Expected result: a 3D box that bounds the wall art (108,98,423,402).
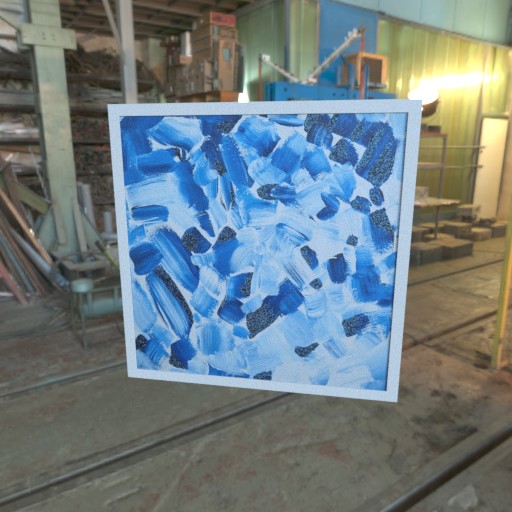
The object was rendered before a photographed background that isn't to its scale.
[{"bbox_3d":[0.000,0.000,1.231,0.812,0.812,0.015,2,14,10],"label":"wall art"}]
